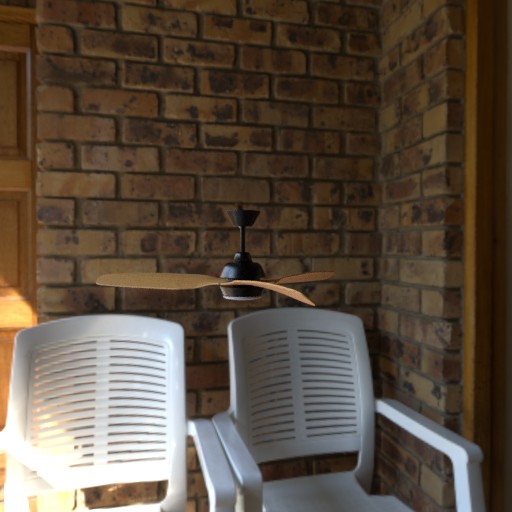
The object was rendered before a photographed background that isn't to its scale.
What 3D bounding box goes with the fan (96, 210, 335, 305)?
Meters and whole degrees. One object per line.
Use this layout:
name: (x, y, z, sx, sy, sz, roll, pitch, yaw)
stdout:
fan: (0.000, 0.000, 1.643, 1.142, 0.355, 1.010, 0, 1, -18)
